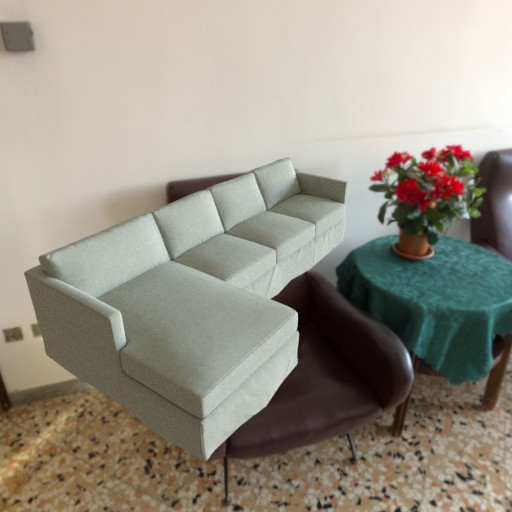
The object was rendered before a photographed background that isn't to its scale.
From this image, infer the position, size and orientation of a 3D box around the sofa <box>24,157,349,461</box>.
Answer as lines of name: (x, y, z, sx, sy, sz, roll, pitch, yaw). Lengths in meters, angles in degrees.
sofa: (0.000, 0.000, 3.843, 1.650, 0.922, 3.205, 18, 32, 32)
